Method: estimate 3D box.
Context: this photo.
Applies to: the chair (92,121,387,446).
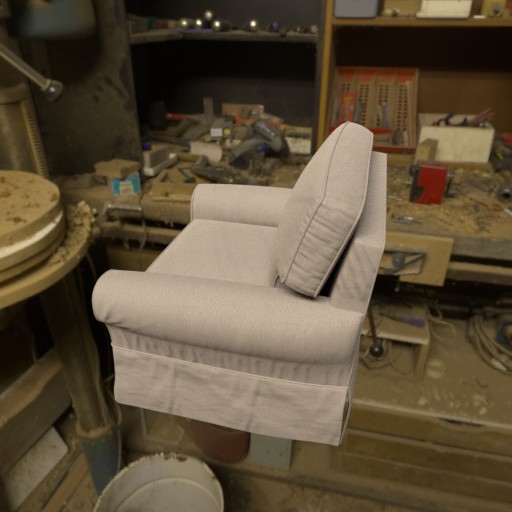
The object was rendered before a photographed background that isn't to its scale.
[{"bbox_3d":[0.000,0.000,1.907,0.988,1.017,1.135,7,30,13],"label":"chair"}]
